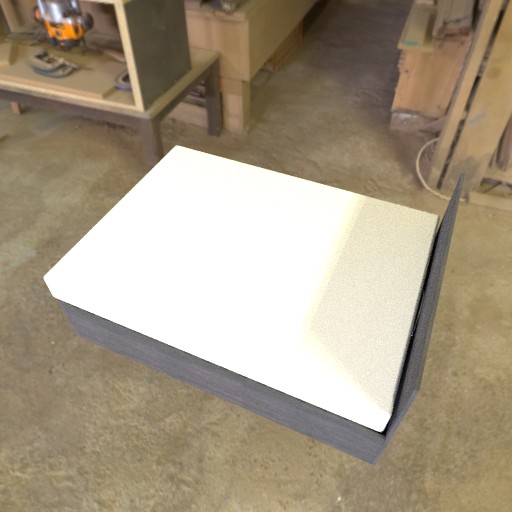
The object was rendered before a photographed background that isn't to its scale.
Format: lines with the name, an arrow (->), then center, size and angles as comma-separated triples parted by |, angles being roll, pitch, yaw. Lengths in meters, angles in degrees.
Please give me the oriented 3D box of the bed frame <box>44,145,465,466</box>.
bed frame -> 0.000, 0.000, 2.568 | 1.900, 0.800, 1.400 | 18, 50, 16
